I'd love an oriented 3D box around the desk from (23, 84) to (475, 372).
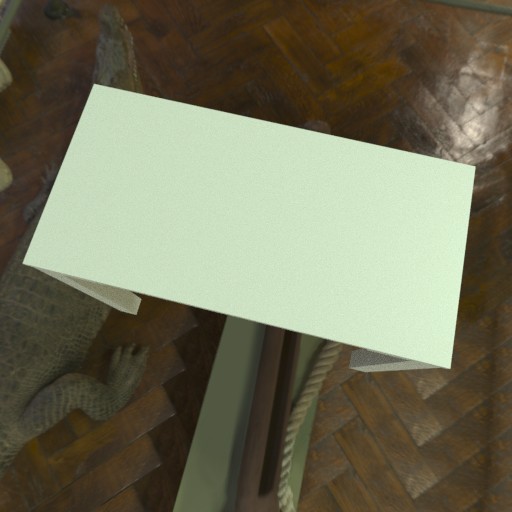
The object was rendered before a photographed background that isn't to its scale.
[{"bbox_3d":[0.000,0.000,1.424,0.990,0.762,0.497,13,75,4],"label":"desk"}]
